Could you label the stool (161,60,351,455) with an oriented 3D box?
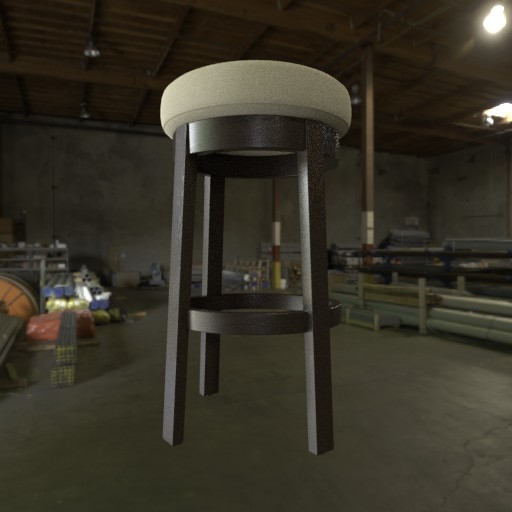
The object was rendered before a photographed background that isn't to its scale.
[{"bbox_3d":[0.000,0.000,1.021,0.446,0.758,0.446,0,1,0],"label":"stool"}]
